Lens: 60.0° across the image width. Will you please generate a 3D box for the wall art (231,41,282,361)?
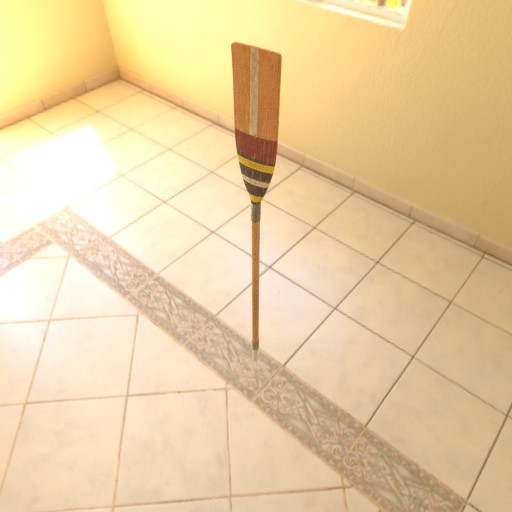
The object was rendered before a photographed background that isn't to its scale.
[{"bbox_3d":[0.000,0.000,1.693,0.146,1.556,0.038,24,51,20],"label":"wall art"}]
